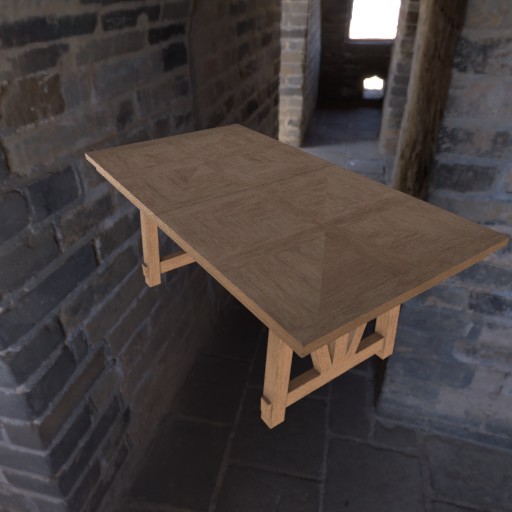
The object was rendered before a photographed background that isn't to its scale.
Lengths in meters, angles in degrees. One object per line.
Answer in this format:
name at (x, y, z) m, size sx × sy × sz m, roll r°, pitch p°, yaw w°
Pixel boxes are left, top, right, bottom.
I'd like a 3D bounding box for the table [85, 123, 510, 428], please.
table at (0.000, 0.000, 2.277) m, size 1.016 × 0.768 × 1.881 m, roll -20°, pitch 37°, yaw -29°
